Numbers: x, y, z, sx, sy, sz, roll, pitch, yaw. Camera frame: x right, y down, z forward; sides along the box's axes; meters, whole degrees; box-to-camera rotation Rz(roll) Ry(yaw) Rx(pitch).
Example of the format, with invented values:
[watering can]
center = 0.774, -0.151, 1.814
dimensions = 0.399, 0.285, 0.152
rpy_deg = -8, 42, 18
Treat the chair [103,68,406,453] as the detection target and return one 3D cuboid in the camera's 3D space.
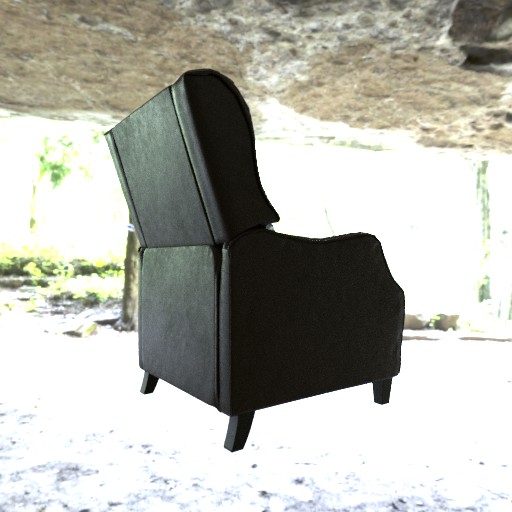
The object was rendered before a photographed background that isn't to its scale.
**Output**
[chair]
center = 0.000, 0.000, 1.754
dimensions = 0.982, 1.132, 0.770
rpy_deg = 0, -1, -36
